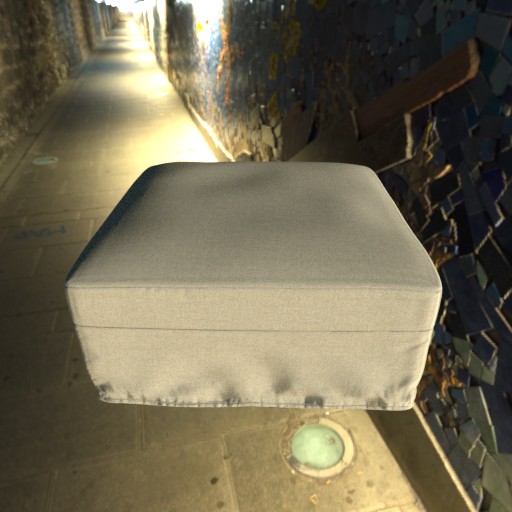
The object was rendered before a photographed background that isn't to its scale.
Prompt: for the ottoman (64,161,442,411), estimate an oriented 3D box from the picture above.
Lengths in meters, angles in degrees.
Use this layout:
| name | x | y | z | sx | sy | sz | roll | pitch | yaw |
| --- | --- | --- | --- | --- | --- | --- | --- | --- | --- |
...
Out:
| name | x | y | z | sx | sy | sz | roll | pitch | yaw |
| --- | --- | --- | --- | --- | --- | --- | --- | --- | --- |
| ottoman | 0.000 | 0.000 | 1.373 | 0.840 | 0.436 | 0.843 | 1 | 29 | 1 |
